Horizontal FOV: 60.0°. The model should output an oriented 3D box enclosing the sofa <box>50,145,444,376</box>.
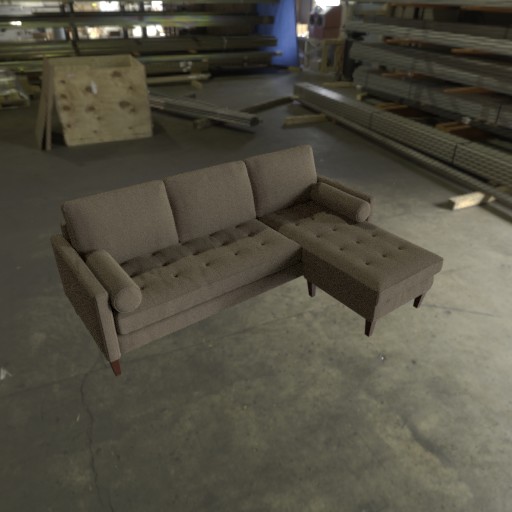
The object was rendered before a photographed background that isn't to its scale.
[{"bbox_3d":[0.000,0.000,2.942,2.178,0.875,1.506,-21,37,-31],"label":"sofa"}]
